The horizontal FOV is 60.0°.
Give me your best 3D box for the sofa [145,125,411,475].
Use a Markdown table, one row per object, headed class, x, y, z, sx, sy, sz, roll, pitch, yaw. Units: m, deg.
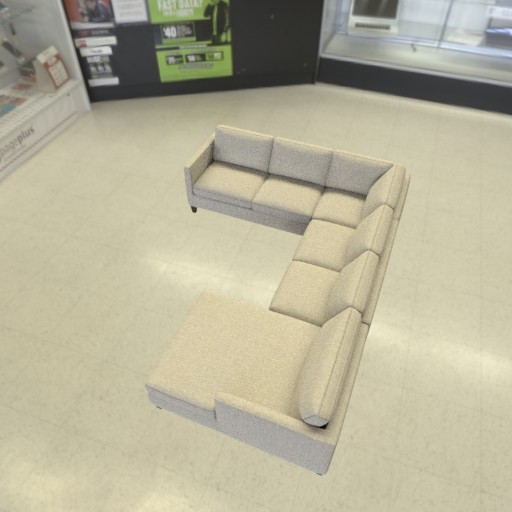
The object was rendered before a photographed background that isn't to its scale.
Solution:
| class | x | y | z | sx | sy | sz | roll | pitch | yaw |
| --- | --- | --- | --- | --- | --- | --- | --- | --- | --- |
| sofa | 0.000 | 0.000 | 4.546 | 2.551 | 0.889 | 3.403 | 16 | 48 | 15 |
